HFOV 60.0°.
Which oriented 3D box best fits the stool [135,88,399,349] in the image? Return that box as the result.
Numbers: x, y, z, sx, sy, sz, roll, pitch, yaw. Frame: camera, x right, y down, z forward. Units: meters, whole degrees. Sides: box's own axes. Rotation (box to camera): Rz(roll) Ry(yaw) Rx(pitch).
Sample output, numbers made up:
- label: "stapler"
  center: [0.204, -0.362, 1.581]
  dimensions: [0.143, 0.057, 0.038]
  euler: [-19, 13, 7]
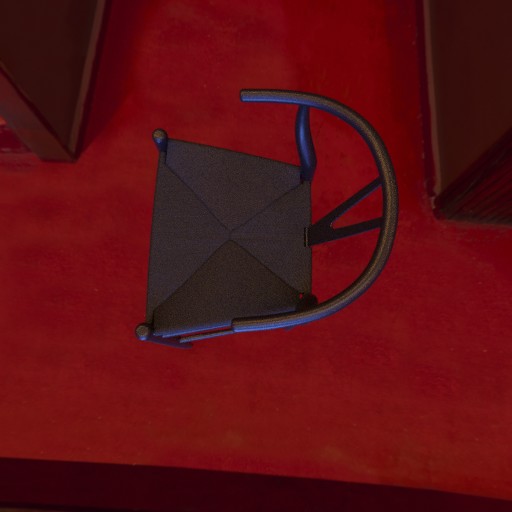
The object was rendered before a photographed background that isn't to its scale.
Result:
- label: "stool"
  center: [0.000, 0.000, 1.408]
  dimensions: [0.579, 1.072, 0.569]
  euler: [1, 76, 0]
